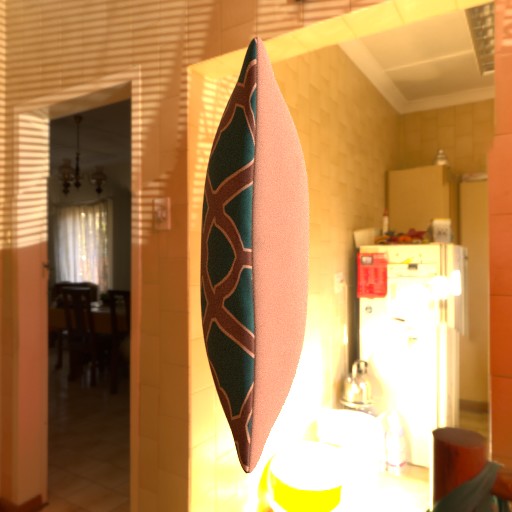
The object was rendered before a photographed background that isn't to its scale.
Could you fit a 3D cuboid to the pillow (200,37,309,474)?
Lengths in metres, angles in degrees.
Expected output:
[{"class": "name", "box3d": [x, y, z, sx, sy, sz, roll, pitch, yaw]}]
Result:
[{"class": "pillow", "box3d": [0.000, 0.000, 0.772, 0.166, 0.507, 0.526, 0, 0, 1]}]
